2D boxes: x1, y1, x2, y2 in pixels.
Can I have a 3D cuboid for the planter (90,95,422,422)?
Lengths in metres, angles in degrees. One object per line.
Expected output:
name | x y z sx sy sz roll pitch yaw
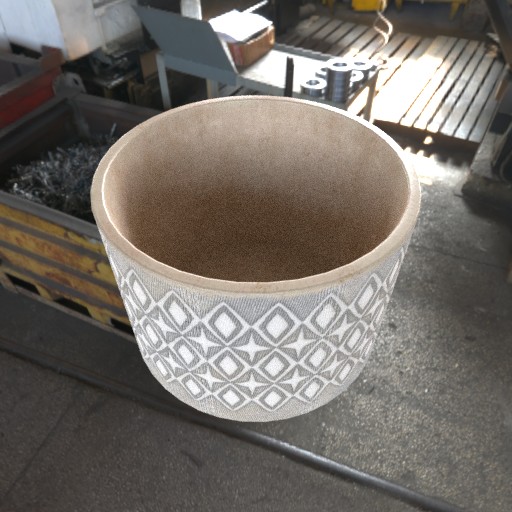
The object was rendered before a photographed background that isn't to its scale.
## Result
planter | 0.000 0.000 0.272 0.164 0.127 0.164 0 46 0
